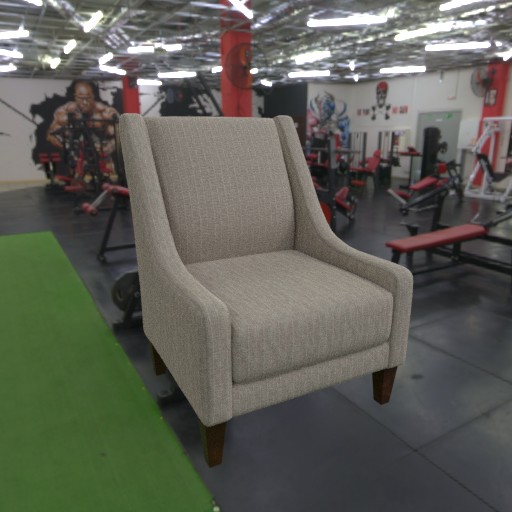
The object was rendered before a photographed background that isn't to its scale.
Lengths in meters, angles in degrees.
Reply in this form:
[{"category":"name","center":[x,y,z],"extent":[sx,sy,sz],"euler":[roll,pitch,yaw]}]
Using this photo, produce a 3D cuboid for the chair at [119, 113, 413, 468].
[{"category":"chair","center":[0.000,0.000,1.637],"extent":[0.774,1.014,0.870],"euler":[-8,18,-27]}]
